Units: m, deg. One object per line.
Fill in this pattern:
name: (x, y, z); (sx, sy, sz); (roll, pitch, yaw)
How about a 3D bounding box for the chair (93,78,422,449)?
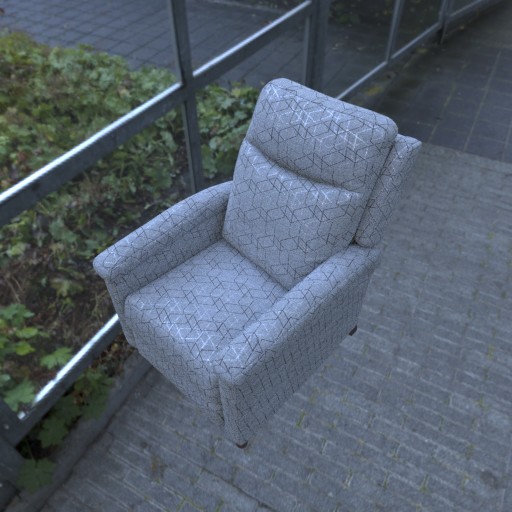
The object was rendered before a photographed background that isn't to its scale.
chair: (0.000, 0.000, 1.737); (0.753, 1.048, 0.987); (33, 54, 28)
